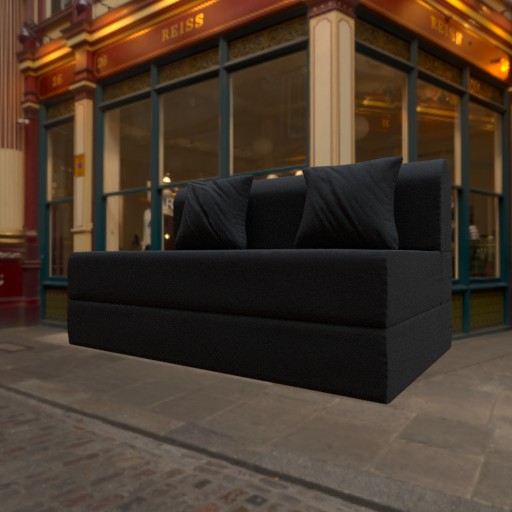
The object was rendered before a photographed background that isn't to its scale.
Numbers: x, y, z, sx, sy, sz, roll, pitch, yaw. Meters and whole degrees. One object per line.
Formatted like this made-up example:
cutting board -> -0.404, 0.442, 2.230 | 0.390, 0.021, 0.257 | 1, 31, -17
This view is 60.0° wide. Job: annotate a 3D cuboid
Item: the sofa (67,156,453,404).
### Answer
sofa -> 0.000, 0.000, 1.645 | 1.225, 0.670, 0.762 | 0, 0, 34
